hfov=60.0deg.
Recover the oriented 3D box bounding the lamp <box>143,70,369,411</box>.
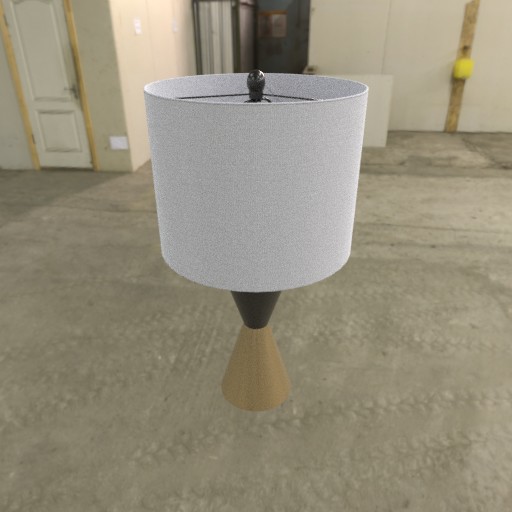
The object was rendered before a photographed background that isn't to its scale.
[{"bbox_3d":[0.000,0.000,0.737,0.304,0.573,0.304,19,33,31],"label":"lamp"}]
